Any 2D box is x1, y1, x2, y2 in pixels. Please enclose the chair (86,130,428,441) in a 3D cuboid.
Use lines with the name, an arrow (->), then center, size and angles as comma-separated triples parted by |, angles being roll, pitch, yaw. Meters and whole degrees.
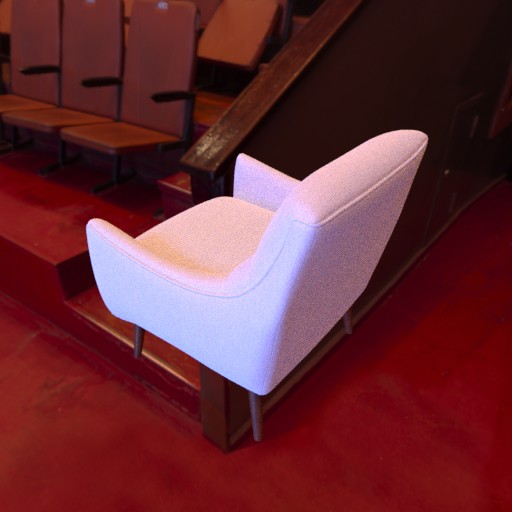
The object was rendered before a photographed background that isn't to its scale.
chair -> 0.000, 0.000, 1.440 | 0.787, 0.838, 0.762 | 23, 39, 31
